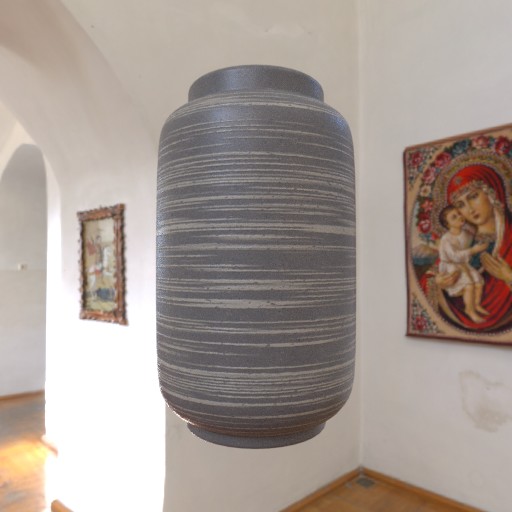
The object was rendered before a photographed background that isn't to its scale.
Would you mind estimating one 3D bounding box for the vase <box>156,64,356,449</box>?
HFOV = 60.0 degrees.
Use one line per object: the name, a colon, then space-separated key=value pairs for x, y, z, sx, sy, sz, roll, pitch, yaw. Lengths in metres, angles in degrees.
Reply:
vase: x=0.000 y=0.000 z=0.673 sx=0.297 sy=0.499 sz=0.297 roll=0 pitch=-1 yaw=0
